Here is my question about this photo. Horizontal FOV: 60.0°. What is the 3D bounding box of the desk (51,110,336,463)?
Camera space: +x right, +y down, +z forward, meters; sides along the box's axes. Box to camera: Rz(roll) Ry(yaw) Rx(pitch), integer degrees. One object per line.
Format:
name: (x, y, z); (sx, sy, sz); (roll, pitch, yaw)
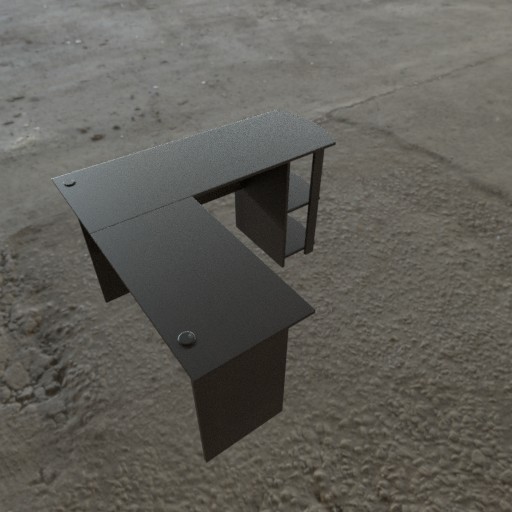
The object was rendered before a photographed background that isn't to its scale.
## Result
desk: (0.000, 0.000, 2.158); (1.361, 0.716, 1.303); (-25, 47, -26)
